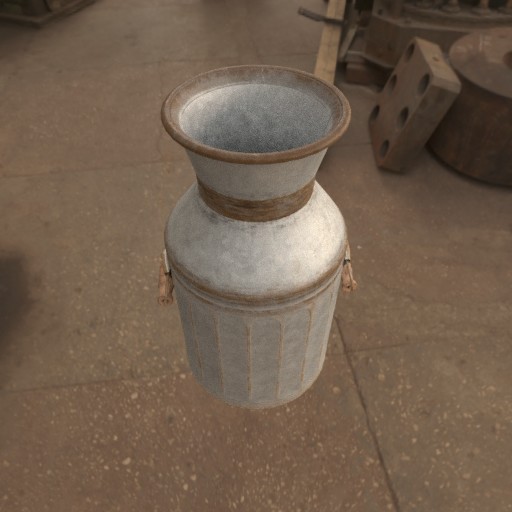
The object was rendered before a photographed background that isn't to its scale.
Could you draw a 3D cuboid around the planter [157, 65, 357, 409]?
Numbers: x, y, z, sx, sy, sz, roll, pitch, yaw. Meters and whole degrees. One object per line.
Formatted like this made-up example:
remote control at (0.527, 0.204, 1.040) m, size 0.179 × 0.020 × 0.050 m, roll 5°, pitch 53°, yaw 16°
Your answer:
planter at (0.000, 0.000, 0.541) m, size 0.245 × 0.396 × 0.214 m, roll -4°, pitch 47°, yaw -4°
